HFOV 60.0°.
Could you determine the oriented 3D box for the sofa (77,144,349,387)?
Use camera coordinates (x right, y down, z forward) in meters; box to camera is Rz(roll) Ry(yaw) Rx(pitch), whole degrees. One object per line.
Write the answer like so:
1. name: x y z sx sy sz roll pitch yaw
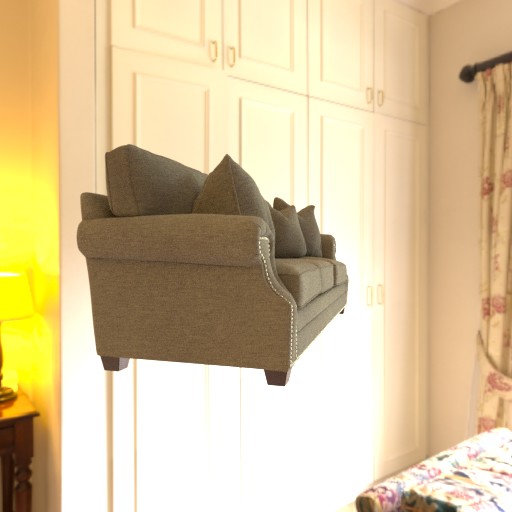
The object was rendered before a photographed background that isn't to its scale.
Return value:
1. sofa: 0.000 0.000 2.821 0.965 0.975 2.312 0 1 17
